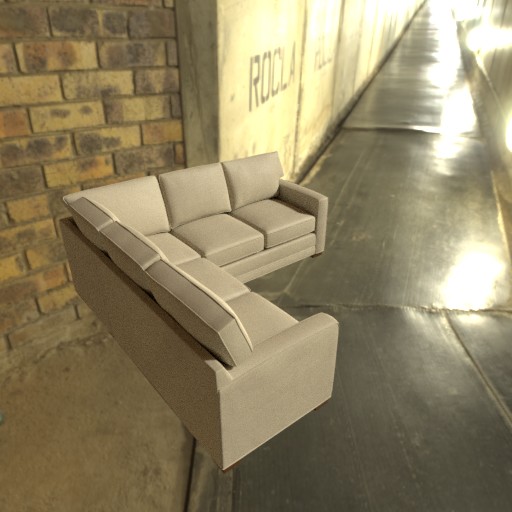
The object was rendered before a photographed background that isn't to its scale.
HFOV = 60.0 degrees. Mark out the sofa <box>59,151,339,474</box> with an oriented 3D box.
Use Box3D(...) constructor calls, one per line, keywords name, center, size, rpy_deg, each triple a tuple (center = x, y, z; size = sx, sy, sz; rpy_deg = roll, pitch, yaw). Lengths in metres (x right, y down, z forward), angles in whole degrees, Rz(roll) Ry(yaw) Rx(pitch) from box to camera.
Box3D(name="sofa", center=(0.000, 0.000, 3.400), size=(2.189, 0.939, 2.182), rpy_deg=(-21, 35, -33))
